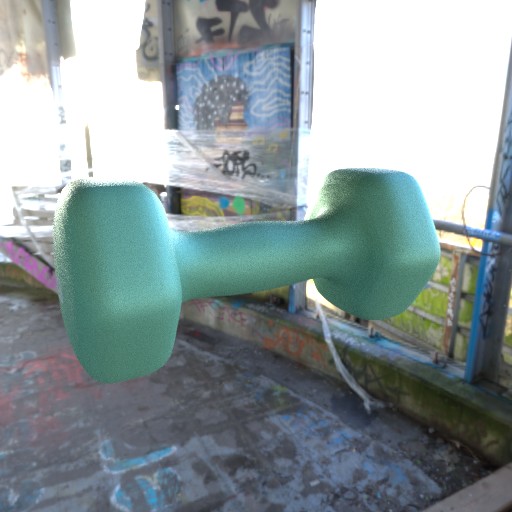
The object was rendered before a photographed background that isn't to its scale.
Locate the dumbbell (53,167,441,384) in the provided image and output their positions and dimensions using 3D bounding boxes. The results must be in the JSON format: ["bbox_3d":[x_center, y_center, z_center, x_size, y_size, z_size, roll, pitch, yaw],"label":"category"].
[{"bbox_3d":[0.000,0.000,0.315,0.260,0.117,0.129,-7,17,-26],"label":"dumbbell"}]
